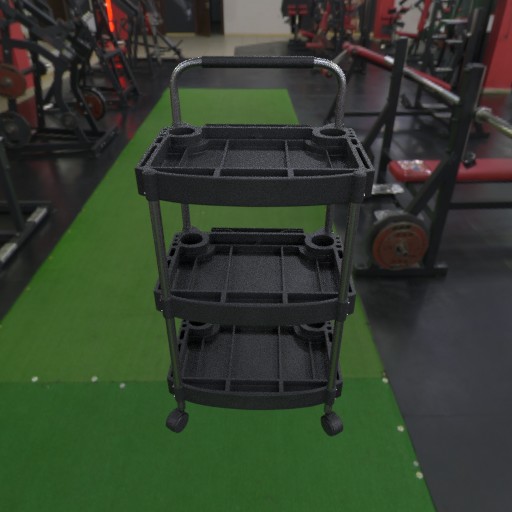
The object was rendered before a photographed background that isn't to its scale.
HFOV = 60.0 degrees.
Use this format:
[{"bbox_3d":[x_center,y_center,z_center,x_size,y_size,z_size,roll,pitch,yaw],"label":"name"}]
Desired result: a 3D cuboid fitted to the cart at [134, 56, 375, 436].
[{"bbox_3d":[0.000,0.000,1.362,0.584,1.075,0.518,1,32,1],"label":"cart"}]
